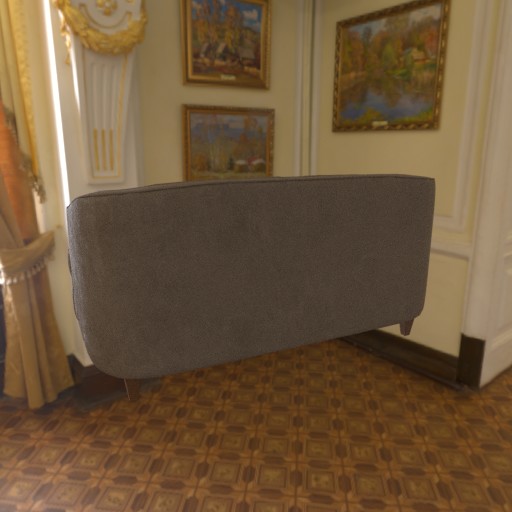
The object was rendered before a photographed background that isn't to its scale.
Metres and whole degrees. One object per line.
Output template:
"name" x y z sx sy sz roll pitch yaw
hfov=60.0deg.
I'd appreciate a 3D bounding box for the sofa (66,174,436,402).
"sofa" 0.000 0.000 2.256 1.733 0.855 0.941 -7 16 -25
